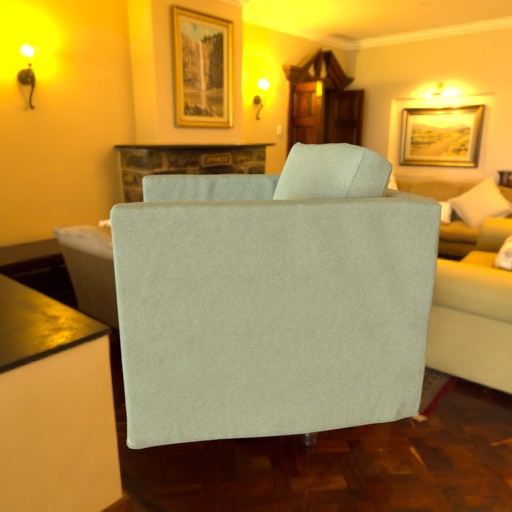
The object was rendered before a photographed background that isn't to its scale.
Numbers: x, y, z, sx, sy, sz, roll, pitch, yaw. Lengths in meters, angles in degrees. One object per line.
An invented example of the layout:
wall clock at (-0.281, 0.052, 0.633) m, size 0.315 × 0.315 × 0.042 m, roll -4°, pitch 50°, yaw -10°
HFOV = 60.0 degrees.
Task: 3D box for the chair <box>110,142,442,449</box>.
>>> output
chair at (0.000, 0.000, 1.741) m, size 0.949 × 0.863 × 1.057 m, roll -2°, pitch 15°, yaw -9°
